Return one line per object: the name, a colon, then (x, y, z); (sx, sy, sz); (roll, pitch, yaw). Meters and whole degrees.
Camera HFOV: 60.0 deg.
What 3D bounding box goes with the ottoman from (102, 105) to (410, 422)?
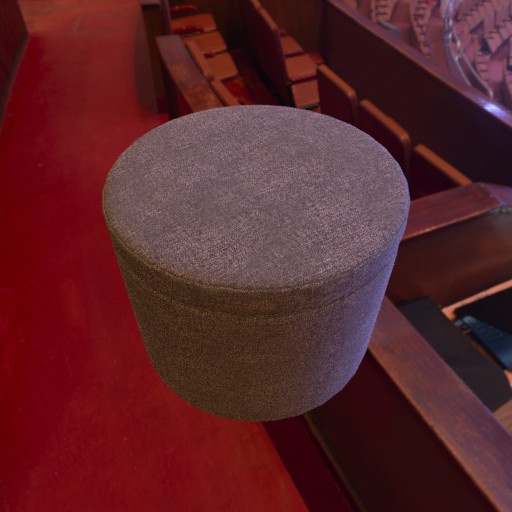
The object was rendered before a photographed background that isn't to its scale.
ottoman: (0.000, 0.000, 0.865); (0.500, 0.419, 0.500); (0, 45, 0)
